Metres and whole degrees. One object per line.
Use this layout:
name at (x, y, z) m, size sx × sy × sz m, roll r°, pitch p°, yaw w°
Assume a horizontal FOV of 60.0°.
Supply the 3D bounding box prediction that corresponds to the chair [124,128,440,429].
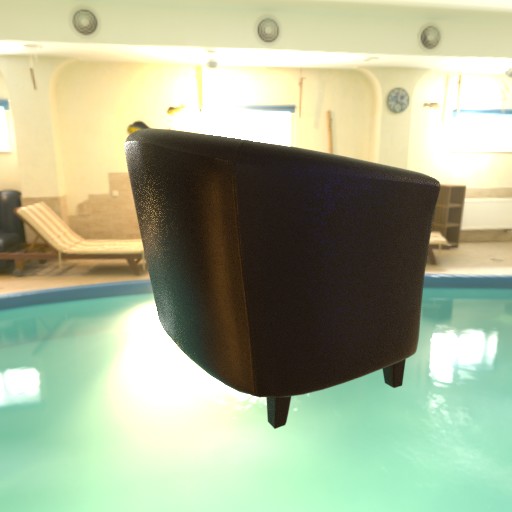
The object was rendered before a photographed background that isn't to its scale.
chair at (0.000, 0.000, 1.393) m, size 0.727 × 0.756 × 0.793 m, roll -7°, pitch 15°, yaw -28°
